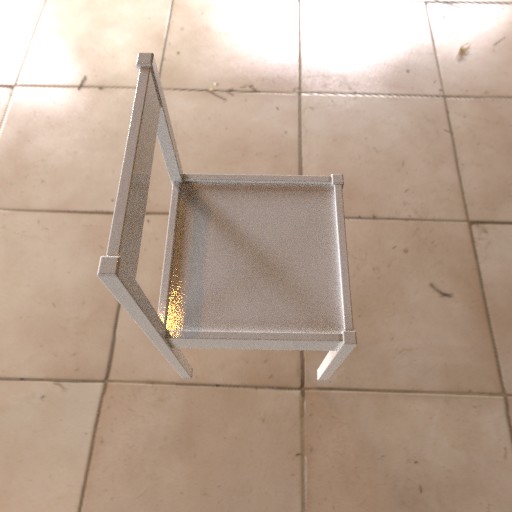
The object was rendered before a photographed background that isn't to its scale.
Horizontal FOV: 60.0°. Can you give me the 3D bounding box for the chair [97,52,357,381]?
[{"bbox_3d":[0.000,0.000,0.684,0.285,0.505,0.285,1,65,0],"label":"chair"}]
